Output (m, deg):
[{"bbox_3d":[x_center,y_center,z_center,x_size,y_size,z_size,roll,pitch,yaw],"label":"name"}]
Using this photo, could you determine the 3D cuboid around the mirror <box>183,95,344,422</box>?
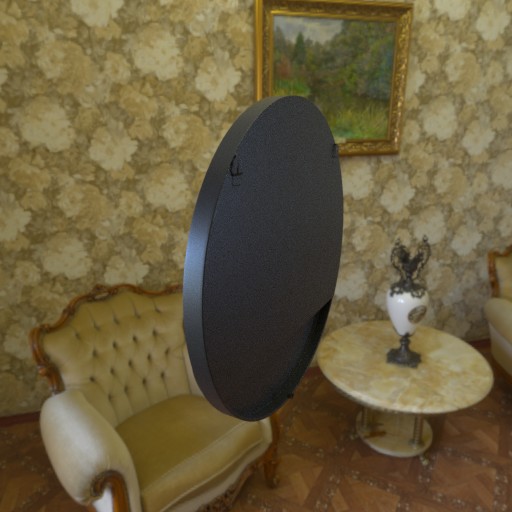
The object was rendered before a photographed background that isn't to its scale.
[{"bbox_3d":[0.000,0.000,0.675,0.133,0.457,0.457,9,18,27],"label":"mirror"}]
